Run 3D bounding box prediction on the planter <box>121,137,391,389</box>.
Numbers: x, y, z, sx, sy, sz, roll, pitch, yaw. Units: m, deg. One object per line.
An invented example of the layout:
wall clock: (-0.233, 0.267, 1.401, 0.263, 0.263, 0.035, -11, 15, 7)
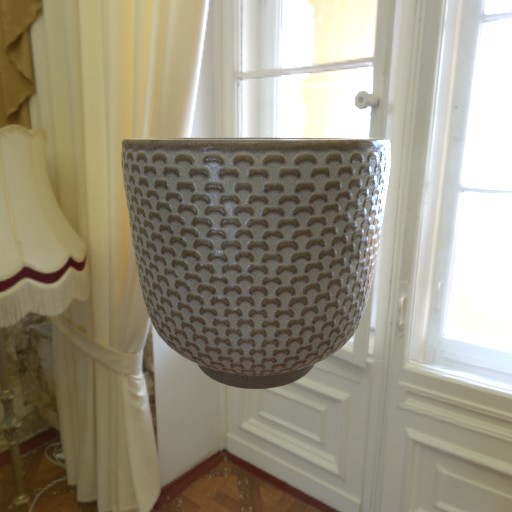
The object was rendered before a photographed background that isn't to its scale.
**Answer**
planter: (0.000, 0.000, 0.252, 0.139, 0.130, 0.139, 0, 15, 0)
